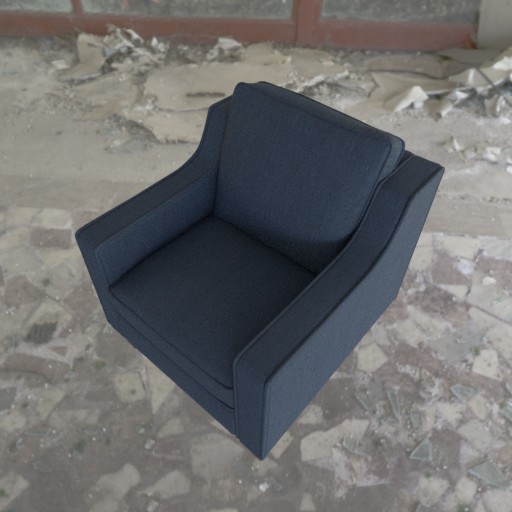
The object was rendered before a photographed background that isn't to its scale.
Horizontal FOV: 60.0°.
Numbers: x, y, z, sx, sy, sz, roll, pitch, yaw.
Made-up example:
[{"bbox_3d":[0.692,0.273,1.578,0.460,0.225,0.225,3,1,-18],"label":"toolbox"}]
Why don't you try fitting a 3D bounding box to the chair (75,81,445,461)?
[{"bbox_3d":[0.000,0.000,1.609,0.831,0.960,0.909,32,55,27],"label":"chair"}]
